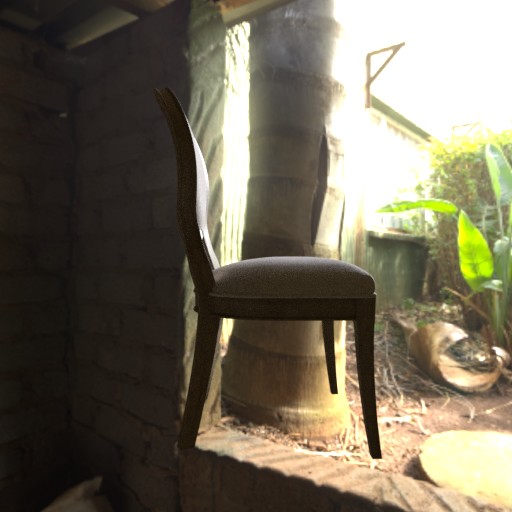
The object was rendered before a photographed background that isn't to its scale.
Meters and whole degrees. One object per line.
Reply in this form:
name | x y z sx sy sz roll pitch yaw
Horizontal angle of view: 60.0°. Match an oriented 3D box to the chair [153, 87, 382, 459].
chair | 0.000 0.000 1.339 0.602 0.990 0.558 0 0 -1
